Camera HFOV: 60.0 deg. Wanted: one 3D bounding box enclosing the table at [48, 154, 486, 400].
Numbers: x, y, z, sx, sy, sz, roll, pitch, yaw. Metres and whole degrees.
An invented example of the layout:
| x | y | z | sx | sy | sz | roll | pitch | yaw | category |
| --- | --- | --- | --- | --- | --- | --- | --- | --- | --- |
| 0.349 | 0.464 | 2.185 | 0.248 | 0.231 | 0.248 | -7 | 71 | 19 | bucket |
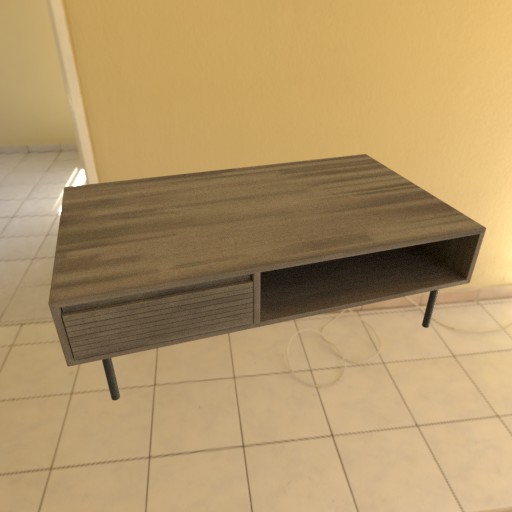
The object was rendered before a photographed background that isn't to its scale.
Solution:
| x | y | z | sx | sy | sz | roll | pitch | yaw | category |
| --- | --- | --- | --- | --- | --- | --- | --- | --- | --- |
| 0.000 | 0.000 | 1.389 | 1.088 | 0.347 | 0.643 | -9 | 33 | -15 | table |
